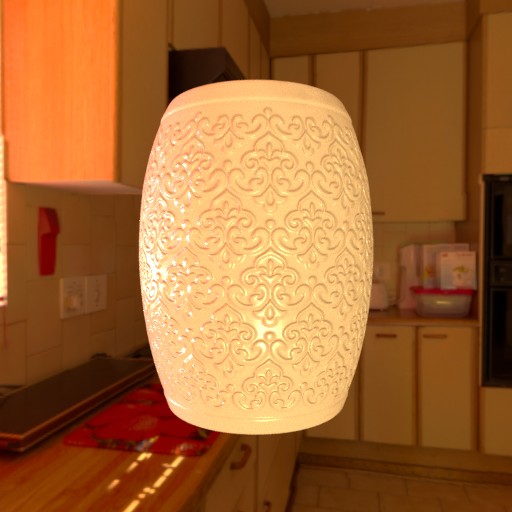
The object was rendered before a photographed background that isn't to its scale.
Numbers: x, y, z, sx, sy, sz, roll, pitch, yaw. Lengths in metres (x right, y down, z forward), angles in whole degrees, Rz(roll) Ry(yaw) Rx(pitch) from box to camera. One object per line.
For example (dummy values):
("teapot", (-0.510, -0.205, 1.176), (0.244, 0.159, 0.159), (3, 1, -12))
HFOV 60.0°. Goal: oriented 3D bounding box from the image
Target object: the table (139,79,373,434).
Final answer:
("table", (0.000, 0.000, 0.605), (0.309, 0.397, 0.309), (0, 1, 0))
